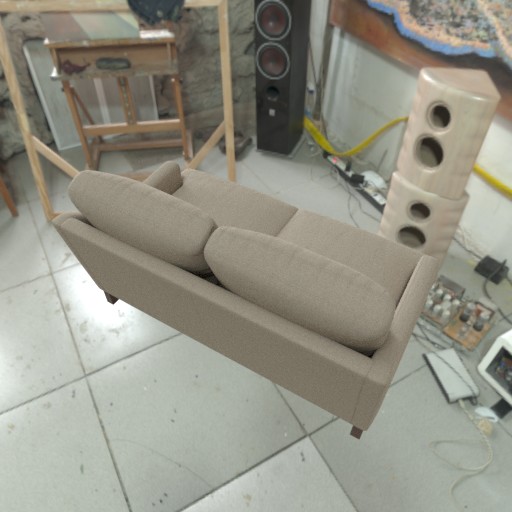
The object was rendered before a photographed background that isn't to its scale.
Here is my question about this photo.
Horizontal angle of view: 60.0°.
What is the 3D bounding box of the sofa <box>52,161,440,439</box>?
[{"bbox_3d":[0.000,0.000,2.203,1.619,0.910,1.004,23,50,21],"label":"sofa"}]
